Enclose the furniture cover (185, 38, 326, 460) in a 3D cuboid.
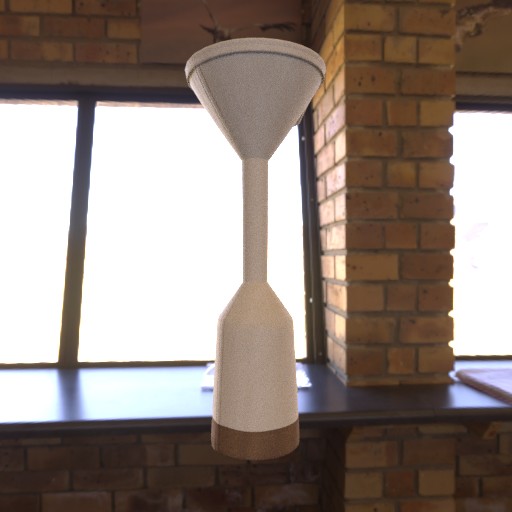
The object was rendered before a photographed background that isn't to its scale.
[{"bbox_3d":[0.000,0.000,2.898,0.914,2.413,0.914,0,0,-36],"label":"furniture cover"}]
